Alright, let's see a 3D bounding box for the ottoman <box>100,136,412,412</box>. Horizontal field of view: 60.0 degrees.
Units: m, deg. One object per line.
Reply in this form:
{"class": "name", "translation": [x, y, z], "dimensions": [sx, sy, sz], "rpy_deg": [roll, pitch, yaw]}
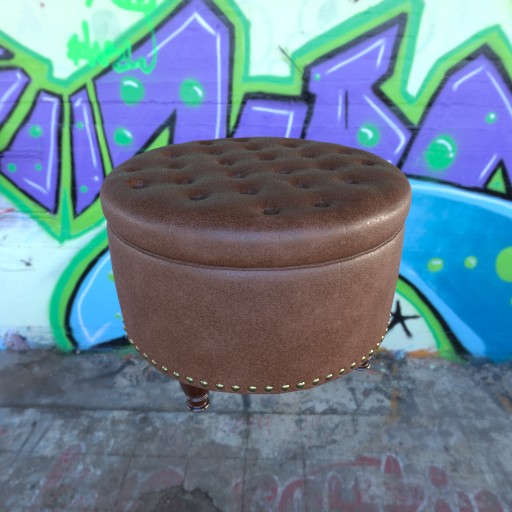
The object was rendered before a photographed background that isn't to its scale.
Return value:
{"class": "ottoman", "translation": [0.000, 0.000, 1.028], "dimensions": [0.637, 0.442, 0.637], "rpy_deg": [0, 27, 0]}
